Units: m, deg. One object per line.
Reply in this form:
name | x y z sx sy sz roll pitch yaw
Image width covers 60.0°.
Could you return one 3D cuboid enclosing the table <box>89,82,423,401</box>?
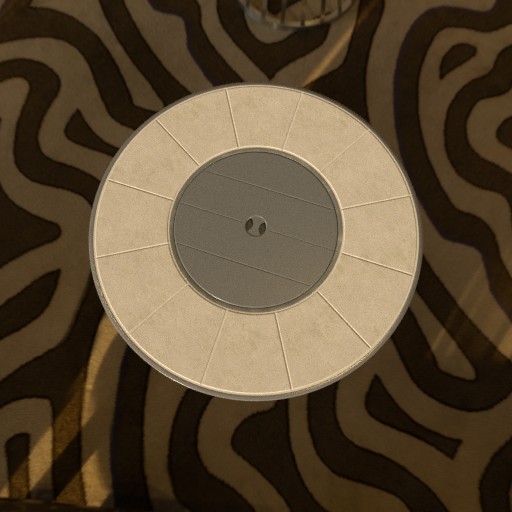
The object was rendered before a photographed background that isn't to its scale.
table | 0.000 0.000 1.532 0.914 0.650 0.914 0 75 0
